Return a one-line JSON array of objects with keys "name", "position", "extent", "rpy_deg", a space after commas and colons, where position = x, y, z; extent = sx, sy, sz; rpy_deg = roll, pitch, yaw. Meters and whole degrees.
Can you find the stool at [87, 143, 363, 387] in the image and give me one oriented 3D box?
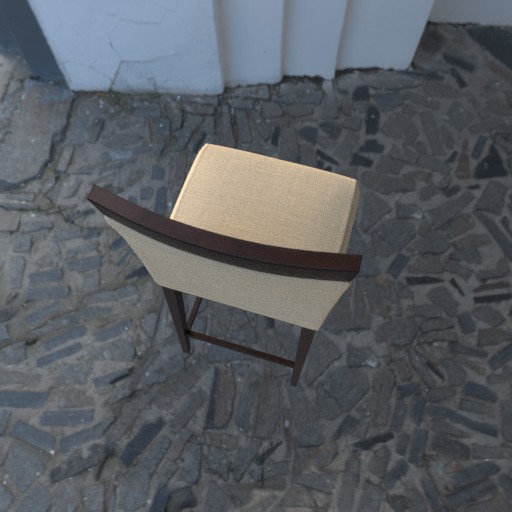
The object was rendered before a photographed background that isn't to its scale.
[{"name": "stool", "position": [0.000, 0.000, 1.374], "extent": [0.511, 1.117, 0.531], "rpy_deg": [15, 65, 7]}]
